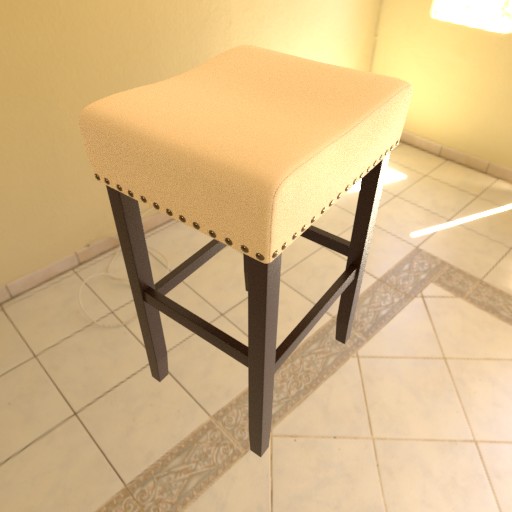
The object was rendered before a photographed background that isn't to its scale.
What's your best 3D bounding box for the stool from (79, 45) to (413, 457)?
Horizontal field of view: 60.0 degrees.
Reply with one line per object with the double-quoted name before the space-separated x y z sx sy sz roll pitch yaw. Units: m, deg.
"stool" 0.000 0.000 1.018 0.401 0.762 0.471 26 48 27
